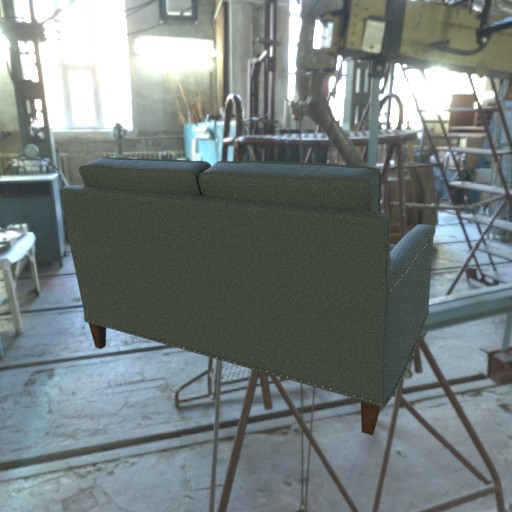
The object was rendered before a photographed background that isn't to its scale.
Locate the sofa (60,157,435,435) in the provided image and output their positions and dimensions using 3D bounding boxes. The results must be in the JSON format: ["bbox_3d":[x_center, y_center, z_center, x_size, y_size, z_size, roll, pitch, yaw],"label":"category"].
[{"bbox_3d":[0.000,0.000,2.245,1.597,1.003,1.084,9,18,27],"label":"sofa"}]
